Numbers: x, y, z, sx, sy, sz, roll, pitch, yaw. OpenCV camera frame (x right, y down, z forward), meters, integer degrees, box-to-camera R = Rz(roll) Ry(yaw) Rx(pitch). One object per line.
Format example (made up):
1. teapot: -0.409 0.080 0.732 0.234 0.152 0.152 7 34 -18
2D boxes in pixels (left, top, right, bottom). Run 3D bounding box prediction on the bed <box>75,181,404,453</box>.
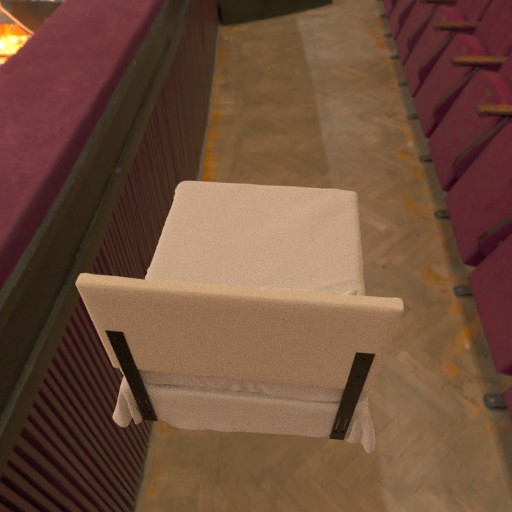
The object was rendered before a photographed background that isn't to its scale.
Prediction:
1. bed: 0.000 0.000 3.416 1.936 1.577 2.222 4 47 4
